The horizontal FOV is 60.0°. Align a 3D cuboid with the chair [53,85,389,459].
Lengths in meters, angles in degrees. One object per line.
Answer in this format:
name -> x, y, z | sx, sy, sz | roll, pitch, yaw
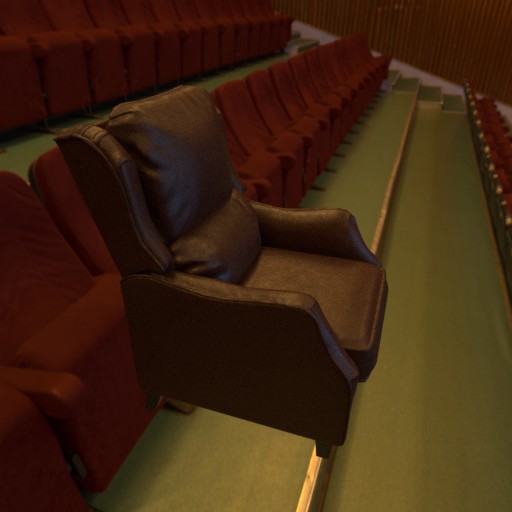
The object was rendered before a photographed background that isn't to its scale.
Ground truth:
chair -> 0.000, 0.000, 1.660 | 0.982, 1.132, 0.770 | 10, 31, 17
